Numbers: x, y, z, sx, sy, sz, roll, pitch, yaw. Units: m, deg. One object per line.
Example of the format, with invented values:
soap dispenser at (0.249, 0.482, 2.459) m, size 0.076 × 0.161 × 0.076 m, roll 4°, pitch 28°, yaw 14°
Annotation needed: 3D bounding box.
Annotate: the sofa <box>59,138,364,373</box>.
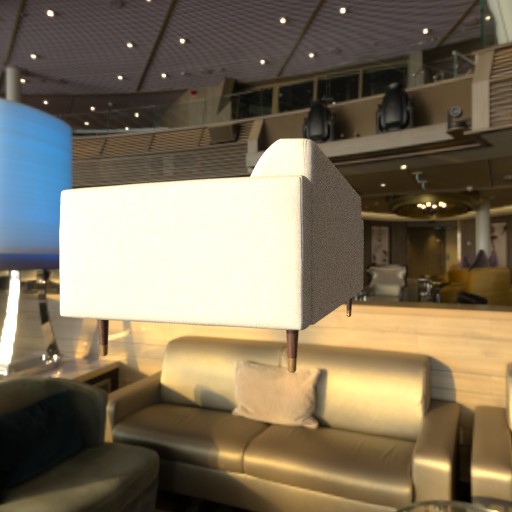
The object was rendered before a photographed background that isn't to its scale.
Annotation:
sofa at (0.000, 0.000, 2.397) m, size 0.969 × 0.814 × 1.895 m, roll 0°, pitch 0°, yaw 19°
